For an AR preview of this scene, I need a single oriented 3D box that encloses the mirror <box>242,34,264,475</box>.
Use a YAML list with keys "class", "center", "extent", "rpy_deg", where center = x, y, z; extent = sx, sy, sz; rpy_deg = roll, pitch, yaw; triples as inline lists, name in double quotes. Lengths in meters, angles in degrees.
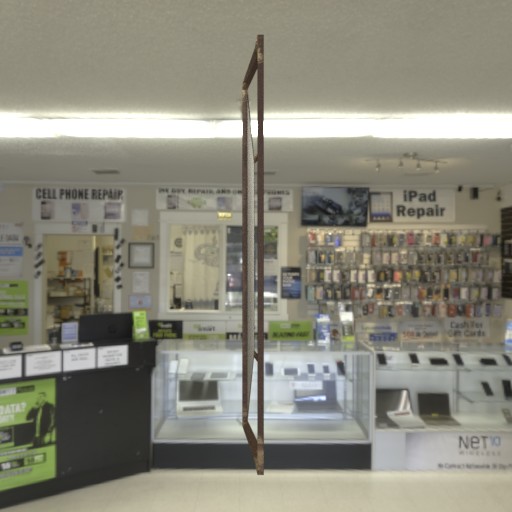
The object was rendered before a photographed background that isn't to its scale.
- class: "mirror"
  center: [0.000, 0.000, 0.919]
  extent: [0.032, 0.610, 0.610]
  rpy_deg: [0, -1, 1]
